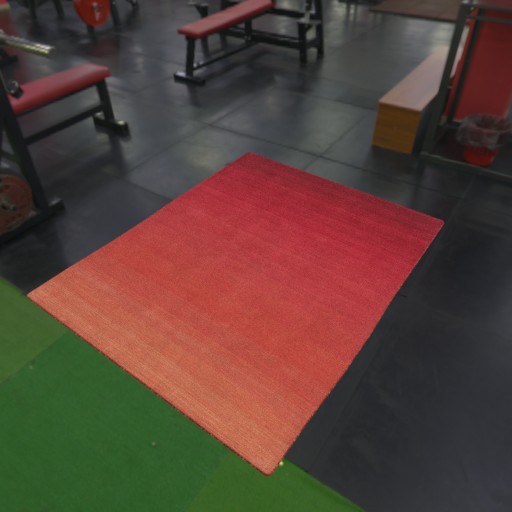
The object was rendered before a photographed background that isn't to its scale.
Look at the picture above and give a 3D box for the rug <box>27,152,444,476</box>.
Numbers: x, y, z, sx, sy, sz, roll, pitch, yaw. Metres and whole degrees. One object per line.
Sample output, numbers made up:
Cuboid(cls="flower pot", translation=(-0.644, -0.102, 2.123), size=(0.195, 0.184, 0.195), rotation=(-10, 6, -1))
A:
Cuboid(cls="rug", translation=(0.000, 0.000, 3.824), size=(2.340, 0.028, 2.905), rotation=(26, 47, 26))
